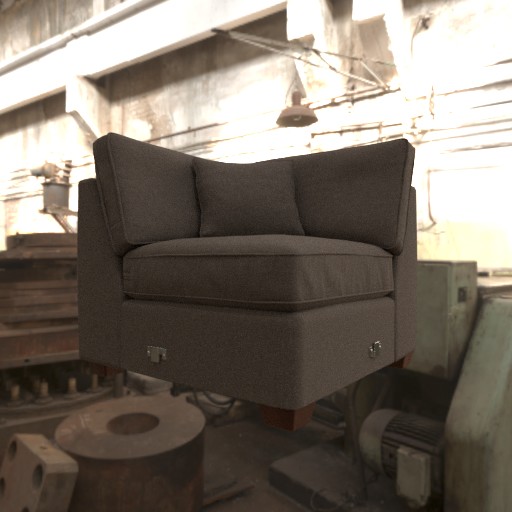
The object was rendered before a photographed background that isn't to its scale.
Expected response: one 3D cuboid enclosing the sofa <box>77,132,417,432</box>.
[{"bbox_3d":[0.000,0.000,1.947,1.146,1.002,1.084,0,0,37],"label":"sofa"}]
